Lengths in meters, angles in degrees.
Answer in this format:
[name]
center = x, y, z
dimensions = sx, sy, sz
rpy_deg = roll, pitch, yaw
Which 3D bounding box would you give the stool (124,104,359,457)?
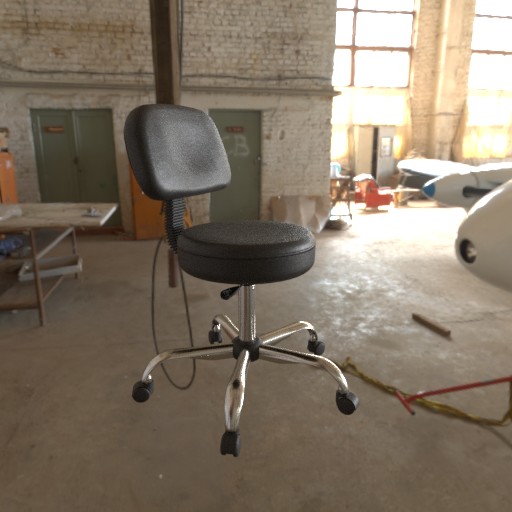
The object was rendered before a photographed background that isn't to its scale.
[stool]
center = 0.000, 0.000, 1.301
dimensions = 0.648, 0.862, 0.673
rpy_deg = 7, 16, 26
